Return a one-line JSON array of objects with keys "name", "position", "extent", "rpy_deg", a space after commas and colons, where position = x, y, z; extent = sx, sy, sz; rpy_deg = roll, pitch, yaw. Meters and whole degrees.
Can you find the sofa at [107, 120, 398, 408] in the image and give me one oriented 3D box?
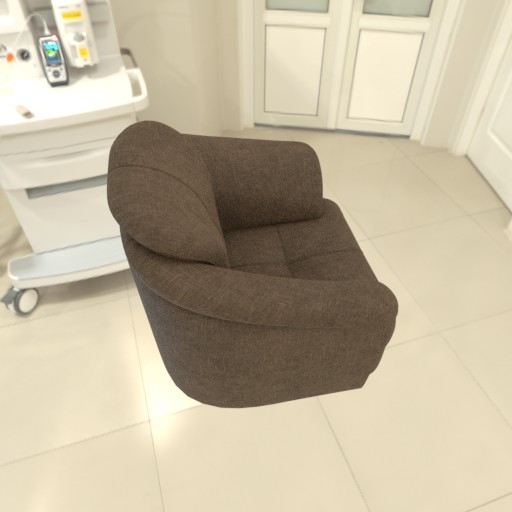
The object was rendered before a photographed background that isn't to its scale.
[{"name": "sofa", "position": [0.000, 0.000, 1.486], "extent": [0.794, 0.811, 0.870], "rpy_deg": [-8, 45, -8]}]
